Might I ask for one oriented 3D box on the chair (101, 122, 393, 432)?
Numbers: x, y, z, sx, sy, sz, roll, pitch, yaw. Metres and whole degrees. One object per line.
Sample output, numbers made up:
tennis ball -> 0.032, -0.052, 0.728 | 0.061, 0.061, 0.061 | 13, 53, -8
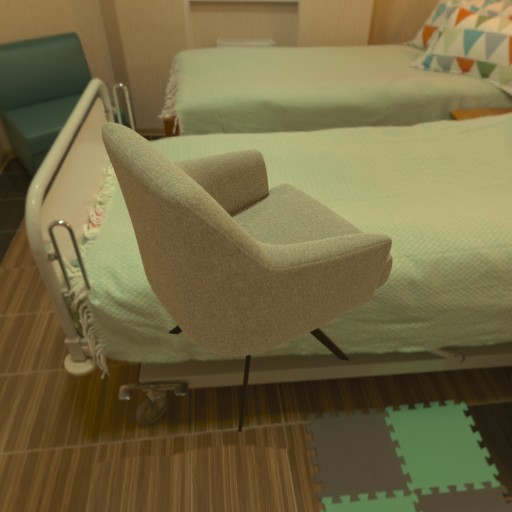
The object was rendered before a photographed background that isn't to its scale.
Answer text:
chair -> 0.000, 0.000, 1.361 | 0.677, 0.874, 0.642 | -24, 46, -26
